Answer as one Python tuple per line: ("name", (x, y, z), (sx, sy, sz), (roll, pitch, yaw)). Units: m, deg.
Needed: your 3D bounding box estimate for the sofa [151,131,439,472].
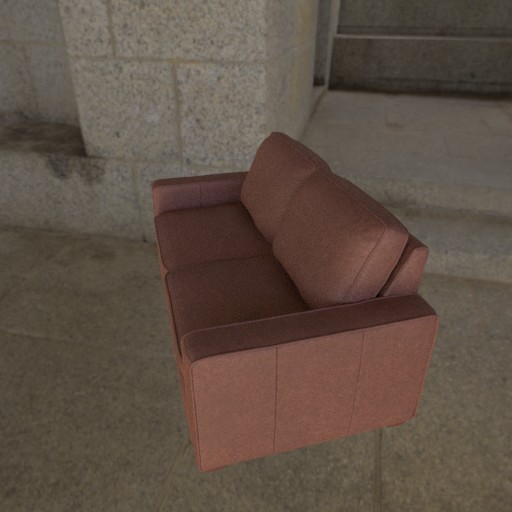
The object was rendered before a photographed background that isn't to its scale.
("sofa", (0.000, 0.000, 2.262), (0.947, 0.918, 1.709), (-8, 31, -13))
